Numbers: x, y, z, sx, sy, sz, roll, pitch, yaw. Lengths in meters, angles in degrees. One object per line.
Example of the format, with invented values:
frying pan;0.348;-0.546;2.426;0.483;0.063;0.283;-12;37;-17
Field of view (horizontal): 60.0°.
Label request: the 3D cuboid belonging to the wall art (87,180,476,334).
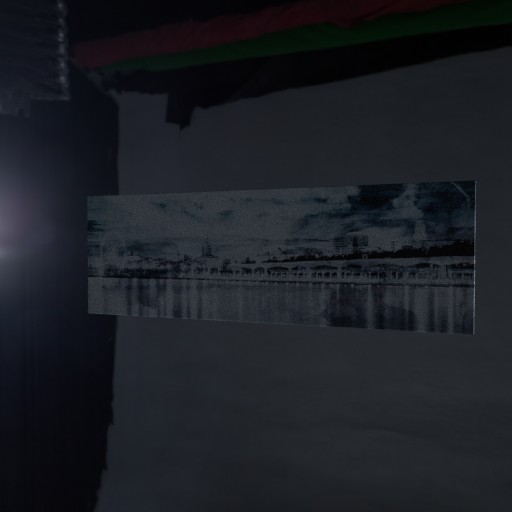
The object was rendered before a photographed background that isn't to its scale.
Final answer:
wall art;0.000;0.000;1.708;1.524;0.509;0.037;0;1;18
